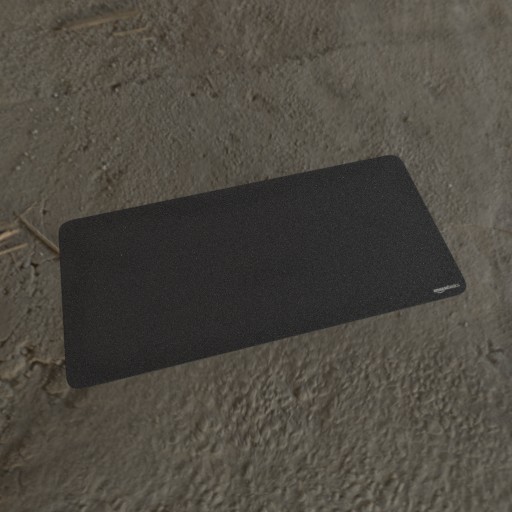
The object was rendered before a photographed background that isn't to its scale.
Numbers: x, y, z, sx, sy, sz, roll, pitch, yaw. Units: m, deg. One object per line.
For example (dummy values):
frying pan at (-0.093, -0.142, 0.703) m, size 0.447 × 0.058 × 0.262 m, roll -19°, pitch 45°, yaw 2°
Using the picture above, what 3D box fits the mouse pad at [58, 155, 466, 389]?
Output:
mouse pad at (0.000, 0.000, 1.056) m, size 0.907 × 0.003 × 0.424 m, roll -13°, pitch 63°, yaw -7°
